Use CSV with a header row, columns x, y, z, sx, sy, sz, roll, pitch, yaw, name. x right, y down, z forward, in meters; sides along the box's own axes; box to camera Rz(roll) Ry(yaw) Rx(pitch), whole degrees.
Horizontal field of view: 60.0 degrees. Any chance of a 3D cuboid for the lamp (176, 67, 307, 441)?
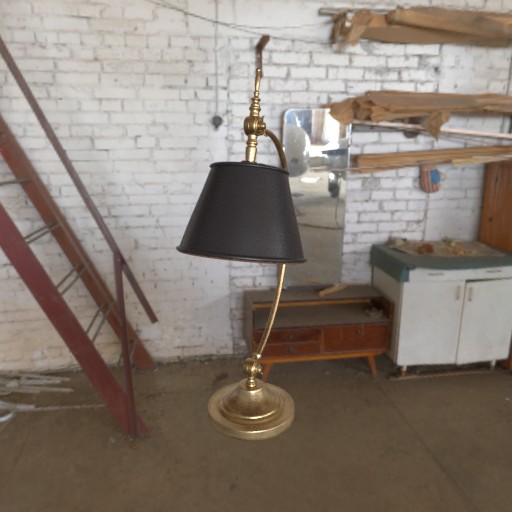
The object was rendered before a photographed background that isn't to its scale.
x,y,z,sx,sy,sz,roll,pitch,yaw,name
0.000,0.000,0.851,0.235,0.675,0.344,7,17,25,lamp
